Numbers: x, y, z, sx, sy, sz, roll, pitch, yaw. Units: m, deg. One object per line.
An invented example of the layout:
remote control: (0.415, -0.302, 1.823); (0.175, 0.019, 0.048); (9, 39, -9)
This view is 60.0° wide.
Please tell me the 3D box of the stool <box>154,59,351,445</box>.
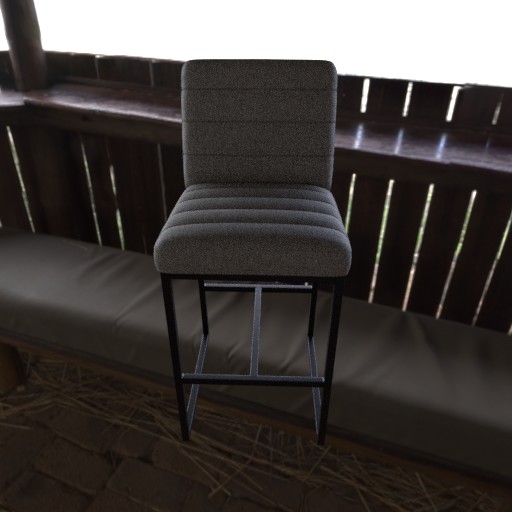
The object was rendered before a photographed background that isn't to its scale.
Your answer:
stool: (0.000, 0.000, 1.328); (0.459, 1.034, 0.571); (1, 30, 2)
